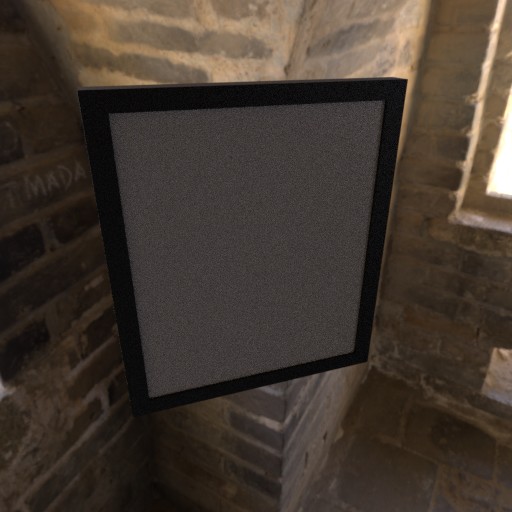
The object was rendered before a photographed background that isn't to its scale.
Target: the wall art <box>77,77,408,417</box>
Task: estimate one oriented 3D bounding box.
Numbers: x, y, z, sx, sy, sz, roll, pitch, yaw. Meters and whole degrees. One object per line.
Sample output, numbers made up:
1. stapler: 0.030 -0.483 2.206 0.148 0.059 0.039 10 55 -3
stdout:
1. wall art: 0.000 0.000 0.521 0.330 0.381 0.029 -8 28 -16
